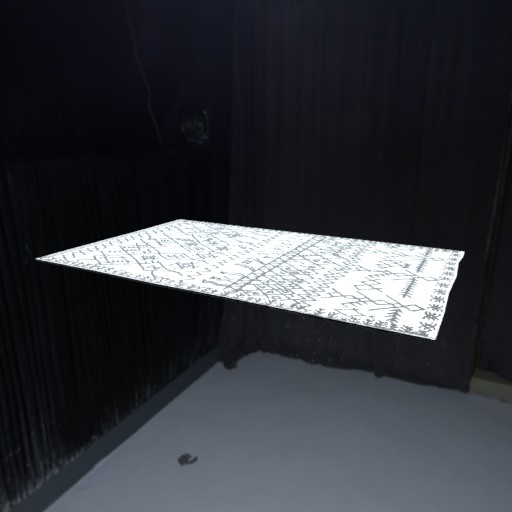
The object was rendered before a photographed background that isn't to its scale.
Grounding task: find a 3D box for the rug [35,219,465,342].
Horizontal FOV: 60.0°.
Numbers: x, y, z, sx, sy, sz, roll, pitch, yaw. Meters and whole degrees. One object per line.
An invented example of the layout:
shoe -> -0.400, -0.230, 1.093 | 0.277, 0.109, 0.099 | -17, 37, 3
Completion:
rug -> 0.000, 0.000, 2.964 | 2.444, 0.012, 1.530 | 8, 18, 27
